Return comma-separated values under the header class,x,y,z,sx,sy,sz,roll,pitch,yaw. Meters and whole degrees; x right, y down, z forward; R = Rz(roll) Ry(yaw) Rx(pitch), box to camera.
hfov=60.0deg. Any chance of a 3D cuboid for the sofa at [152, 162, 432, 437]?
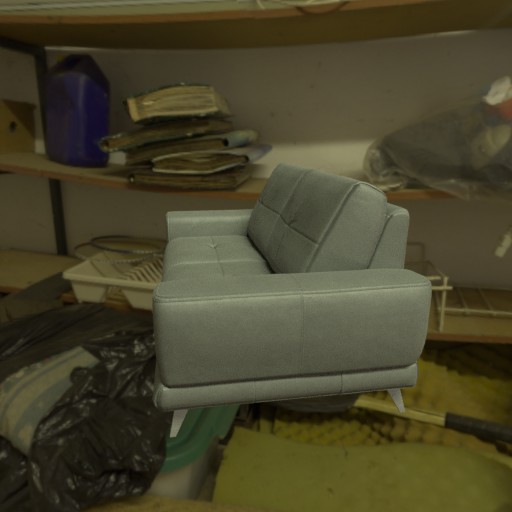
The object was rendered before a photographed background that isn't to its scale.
class,x,y,z,sx,sy,sz,roll,pitch,yaw
sofa,0.000,0.000,2.362,1.018,0.907,1.806,-3,15,-9
